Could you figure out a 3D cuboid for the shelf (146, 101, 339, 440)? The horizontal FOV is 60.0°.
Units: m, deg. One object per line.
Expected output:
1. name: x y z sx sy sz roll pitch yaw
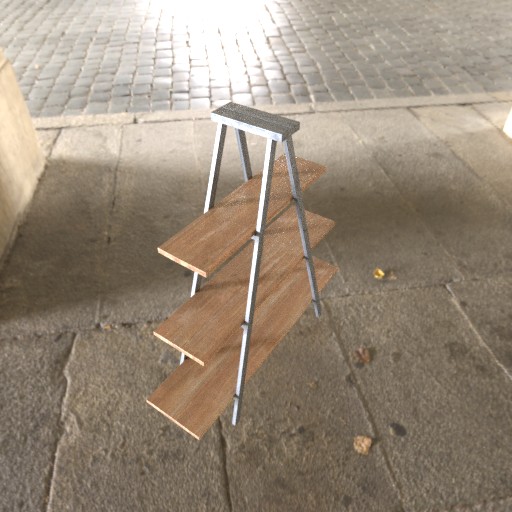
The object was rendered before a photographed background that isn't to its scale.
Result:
1. shelf: 0.000 0.000 2.732 0.508 1.808 1.746 25 47 25
